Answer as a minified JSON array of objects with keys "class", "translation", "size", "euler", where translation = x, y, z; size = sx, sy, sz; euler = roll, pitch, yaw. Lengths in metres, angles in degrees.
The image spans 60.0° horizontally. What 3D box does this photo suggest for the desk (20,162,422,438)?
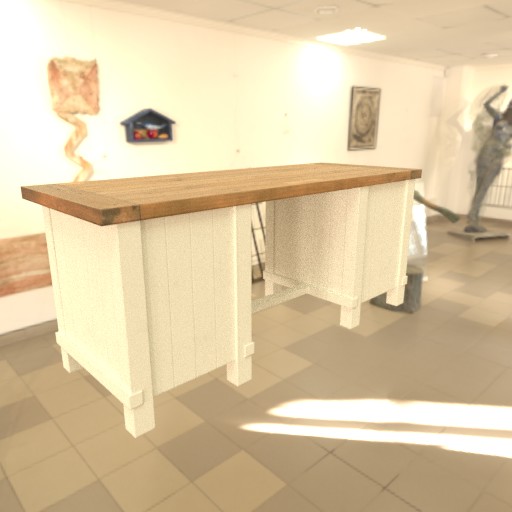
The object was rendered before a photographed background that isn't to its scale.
[{"class":"desk","translation":[0.000,0.000,2.137],"size":[1.803,0.760,0.688],"euler":[-15,22,-41]}]
